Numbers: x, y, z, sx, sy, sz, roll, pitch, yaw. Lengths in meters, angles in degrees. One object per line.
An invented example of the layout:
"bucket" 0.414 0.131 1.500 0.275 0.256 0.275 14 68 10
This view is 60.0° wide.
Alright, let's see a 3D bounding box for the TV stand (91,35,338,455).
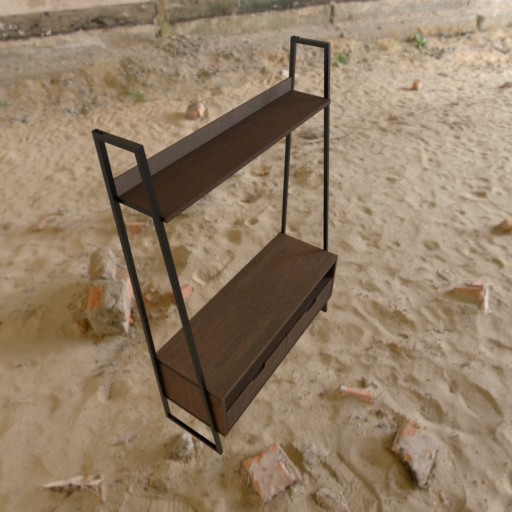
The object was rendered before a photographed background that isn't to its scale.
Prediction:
"TV stand" 0.000 0.000 2.281 0.432 1.772 1.250 24 47 25
